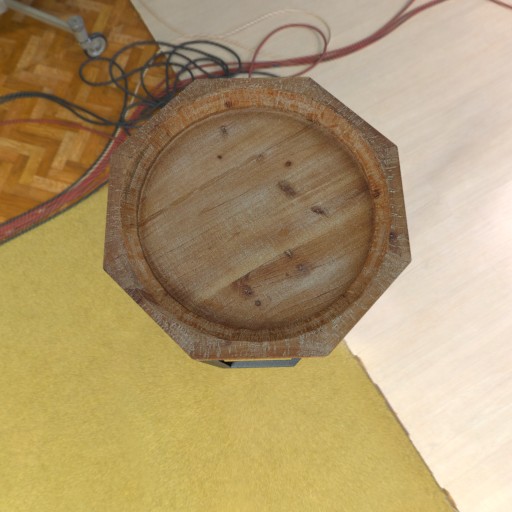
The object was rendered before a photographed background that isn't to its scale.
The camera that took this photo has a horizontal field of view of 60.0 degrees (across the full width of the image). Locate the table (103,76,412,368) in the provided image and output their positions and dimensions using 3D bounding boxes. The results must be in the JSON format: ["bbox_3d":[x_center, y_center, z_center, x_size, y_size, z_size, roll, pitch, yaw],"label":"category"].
[{"bbox_3d":[0.000,0.000,0.892,0.458,0.543,0.458,20,76,5],"label":"table"}]
